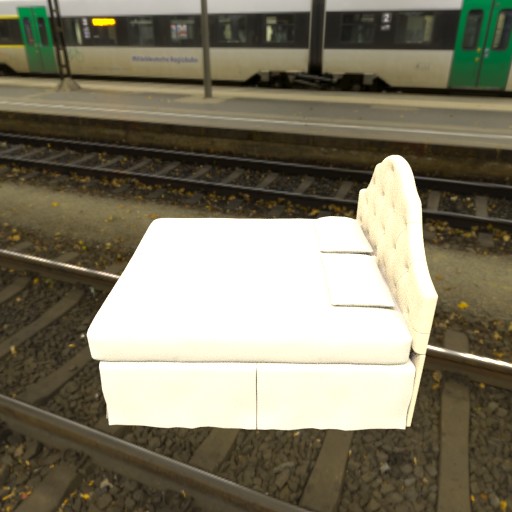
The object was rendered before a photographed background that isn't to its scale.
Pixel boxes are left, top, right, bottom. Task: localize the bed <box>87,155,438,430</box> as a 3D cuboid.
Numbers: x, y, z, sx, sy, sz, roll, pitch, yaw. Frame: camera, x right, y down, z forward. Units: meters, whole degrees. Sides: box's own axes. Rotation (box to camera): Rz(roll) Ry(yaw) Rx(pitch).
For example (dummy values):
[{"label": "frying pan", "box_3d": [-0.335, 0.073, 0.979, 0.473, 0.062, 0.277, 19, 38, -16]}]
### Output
[{"label": "bed", "box_3d": [0.000, 0.000, 3.472, 2.086, 1.555, 2.012, 0, 27, 1]}]
